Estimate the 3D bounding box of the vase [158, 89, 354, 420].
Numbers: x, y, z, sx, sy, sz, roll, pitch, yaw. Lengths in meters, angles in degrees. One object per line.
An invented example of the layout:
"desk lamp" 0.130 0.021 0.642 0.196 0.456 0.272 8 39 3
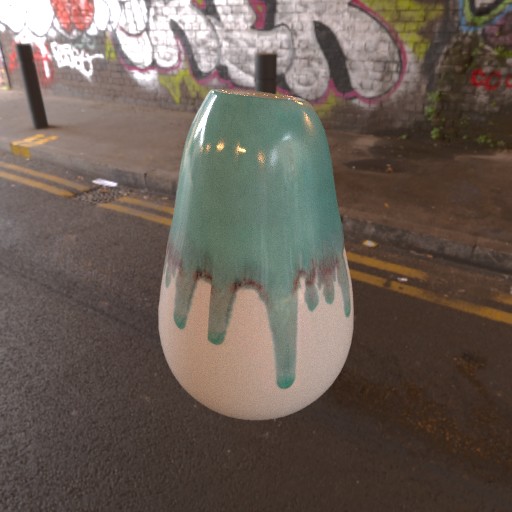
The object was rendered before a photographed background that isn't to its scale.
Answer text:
"vase" 0.000 0.000 0.251 0.116 0.179 0.116 0 28 0
